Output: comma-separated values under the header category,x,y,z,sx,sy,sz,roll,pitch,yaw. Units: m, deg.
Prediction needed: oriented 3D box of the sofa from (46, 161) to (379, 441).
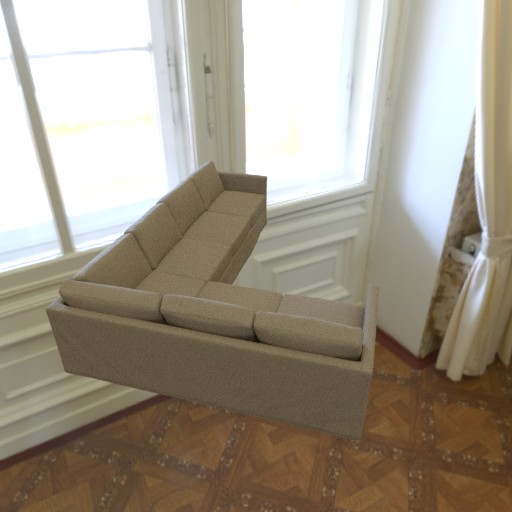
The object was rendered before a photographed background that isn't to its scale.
category,x,y,z,sx,sy,sz,roll,pitch,yaw
sofa,0.000,0.000,4.479,2.432,0.871,3.182,8,32,13
